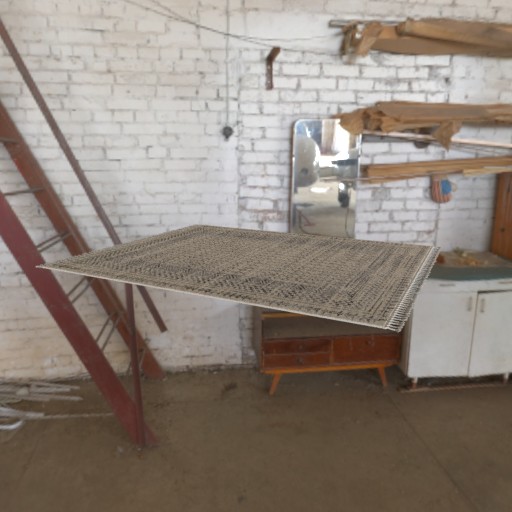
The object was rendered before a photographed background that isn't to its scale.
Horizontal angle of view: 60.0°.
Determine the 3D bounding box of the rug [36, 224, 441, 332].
[{"bbox_3d":[0.000,0.000,4.003,2.940,0.013,2.312,7,15,26],"label":"rug"}]
